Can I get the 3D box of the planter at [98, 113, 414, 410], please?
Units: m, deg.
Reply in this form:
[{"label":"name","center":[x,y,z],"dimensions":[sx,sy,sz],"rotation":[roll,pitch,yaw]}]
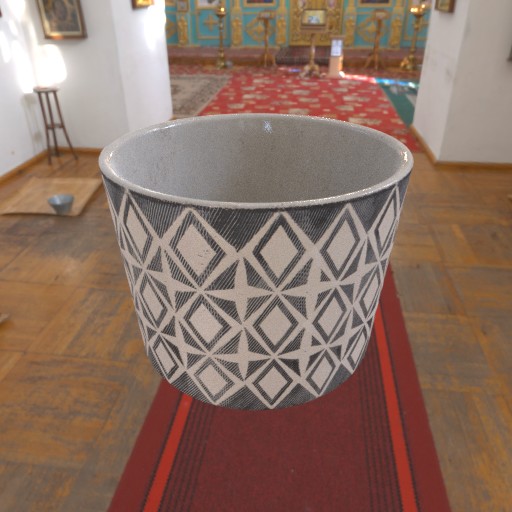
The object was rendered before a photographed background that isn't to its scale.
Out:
[{"label":"planter","center":[0.000,0.000,0.437],"dimensions":[0.260,0.220,0.260],"rotation":[0,30,0]}]
